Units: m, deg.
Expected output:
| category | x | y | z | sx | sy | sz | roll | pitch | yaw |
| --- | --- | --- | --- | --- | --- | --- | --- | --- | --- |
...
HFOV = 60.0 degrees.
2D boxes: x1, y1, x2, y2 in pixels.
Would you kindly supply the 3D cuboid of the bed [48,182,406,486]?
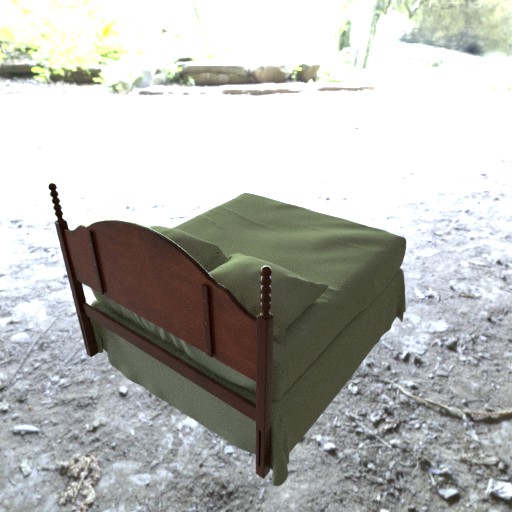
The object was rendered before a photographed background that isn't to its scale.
| category | x | y | z | sx | sy | sz | roll | pitch | yaw |
| --- | --- | --- | --- | --- | --- | --- | --- | --- | --- |
| bed | 0.000 | 0.000 | 3.258 | 1.873 | 1.356 | 2.040 | 21 | 36 | 32 |
